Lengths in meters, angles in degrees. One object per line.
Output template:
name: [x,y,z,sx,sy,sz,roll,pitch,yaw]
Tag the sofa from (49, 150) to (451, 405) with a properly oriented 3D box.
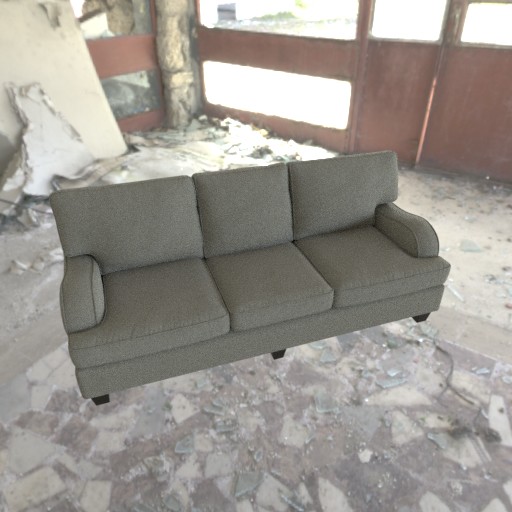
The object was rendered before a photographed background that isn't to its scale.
sofa: [0.000,0.000,2.856,2.323,0.997,1.016,-11,34,-16]
